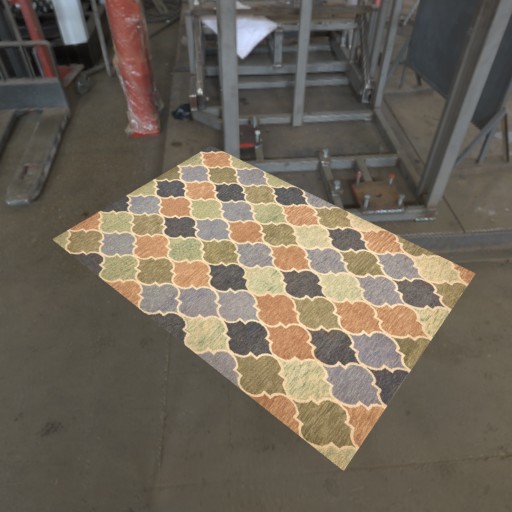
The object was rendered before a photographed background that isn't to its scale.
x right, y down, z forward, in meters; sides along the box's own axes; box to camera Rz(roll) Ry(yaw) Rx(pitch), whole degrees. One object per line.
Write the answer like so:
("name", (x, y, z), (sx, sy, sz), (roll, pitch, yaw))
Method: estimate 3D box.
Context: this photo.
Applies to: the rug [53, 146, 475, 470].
("rug", (0.000, 0.000, 2.292), (1.828, 0.006, 1.216), (31, 53, 27))
